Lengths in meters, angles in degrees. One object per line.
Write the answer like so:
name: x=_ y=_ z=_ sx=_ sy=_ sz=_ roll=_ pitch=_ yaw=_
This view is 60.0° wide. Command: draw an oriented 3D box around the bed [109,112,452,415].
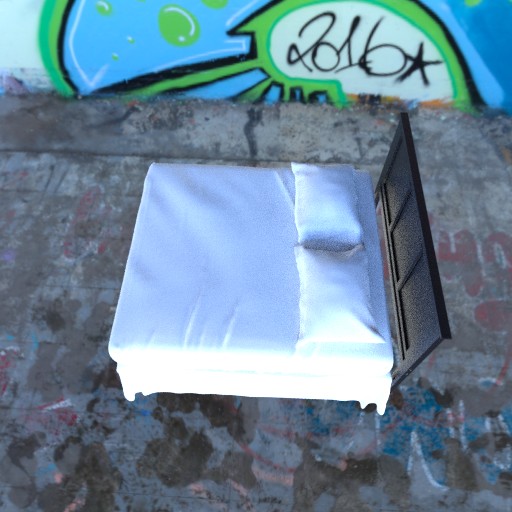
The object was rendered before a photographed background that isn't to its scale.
bed: x=0.000 y=0.000 z=3.199 sx=2.050 sy=1.270 sz=1.870 roll=2 pitch=58 yaw=1
